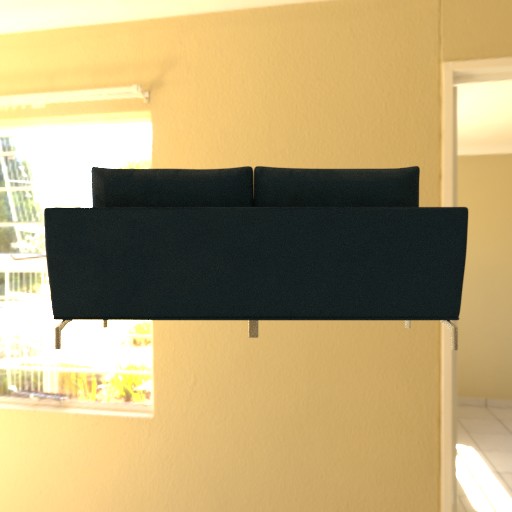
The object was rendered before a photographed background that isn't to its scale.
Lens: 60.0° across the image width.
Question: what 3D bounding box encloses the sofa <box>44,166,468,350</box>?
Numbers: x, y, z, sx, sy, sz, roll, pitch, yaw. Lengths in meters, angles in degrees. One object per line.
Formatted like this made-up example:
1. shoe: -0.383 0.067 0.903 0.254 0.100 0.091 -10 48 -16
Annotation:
1. sofa: 0.000 0.000 2.705 2.212 0.998 0.853 0 0 0
